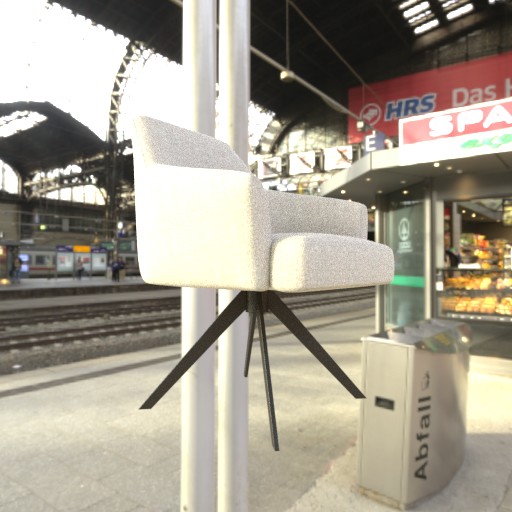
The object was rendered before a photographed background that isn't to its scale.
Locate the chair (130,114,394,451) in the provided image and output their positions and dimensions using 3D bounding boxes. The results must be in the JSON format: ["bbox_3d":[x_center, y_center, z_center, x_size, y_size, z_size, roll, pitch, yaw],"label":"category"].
[{"bbox_3d":[0.000,0.000,1.327,0.677,0.874,0.642,-1,-1,37],"label":"chair"}]
